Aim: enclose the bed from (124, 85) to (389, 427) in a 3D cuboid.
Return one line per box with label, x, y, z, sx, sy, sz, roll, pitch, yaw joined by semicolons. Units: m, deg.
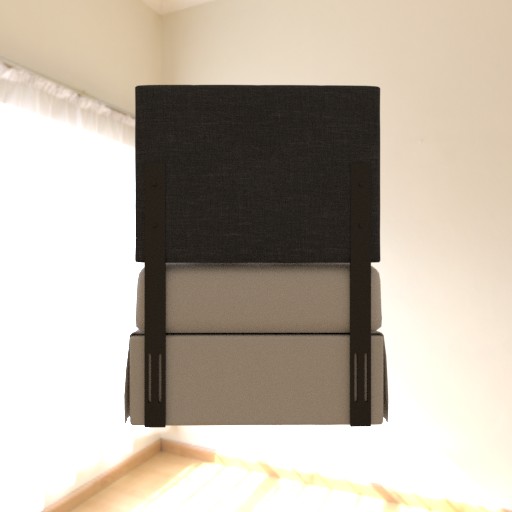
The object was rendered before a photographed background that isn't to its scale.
bed;0.000;0.000;3.008;1.261;1.571;1.997;0;0;-1
